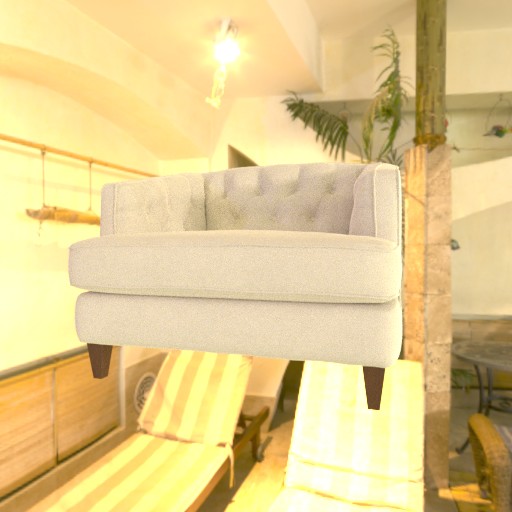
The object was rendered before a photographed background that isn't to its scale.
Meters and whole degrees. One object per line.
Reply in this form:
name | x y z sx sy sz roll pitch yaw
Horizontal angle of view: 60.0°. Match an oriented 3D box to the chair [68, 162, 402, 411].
chair | 0.000 0.000 1.756 1.104 0.852 0.941 1 2 18
